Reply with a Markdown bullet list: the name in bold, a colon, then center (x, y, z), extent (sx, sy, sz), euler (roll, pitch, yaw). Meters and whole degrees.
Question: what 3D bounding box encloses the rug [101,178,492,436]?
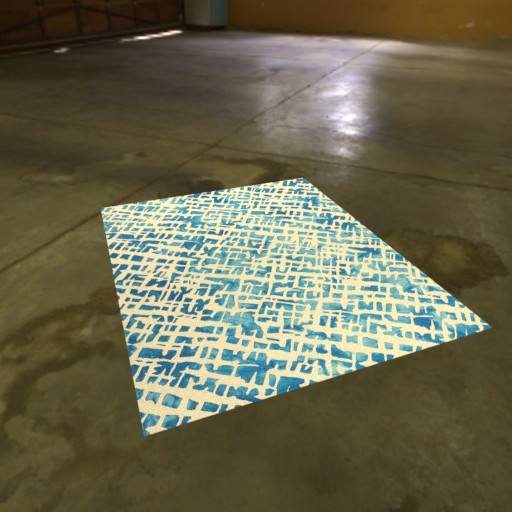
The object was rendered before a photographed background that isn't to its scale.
- **rug**: center (0.000, 0.000, 3.948), extent (2.435, 0.007, 3.007), euler (-11, 34, -18)
